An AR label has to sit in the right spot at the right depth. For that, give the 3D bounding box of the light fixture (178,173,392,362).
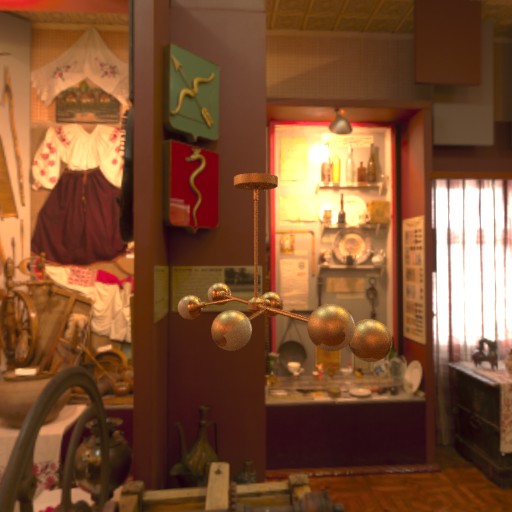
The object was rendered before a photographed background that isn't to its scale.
[{"bbox_3d":[0.000,0.000,1.020,0.434,0.362,0.778,0,-1,-2],"label":"light fixture"}]
